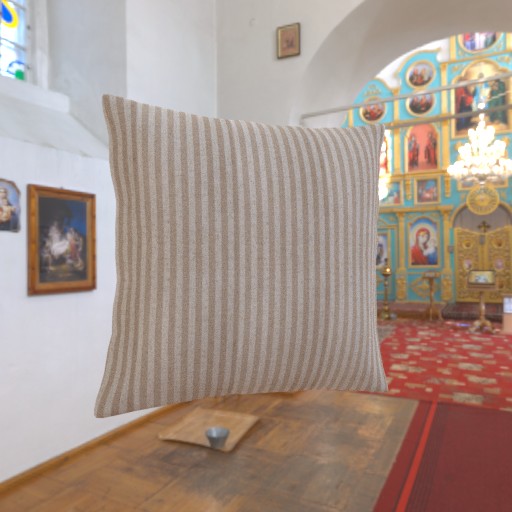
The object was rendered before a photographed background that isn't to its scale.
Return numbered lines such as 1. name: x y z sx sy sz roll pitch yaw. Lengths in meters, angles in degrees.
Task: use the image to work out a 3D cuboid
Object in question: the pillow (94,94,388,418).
1. pillow: 0.000 0.000 0.767 0.523 0.510 0.166 0 -1 -18
